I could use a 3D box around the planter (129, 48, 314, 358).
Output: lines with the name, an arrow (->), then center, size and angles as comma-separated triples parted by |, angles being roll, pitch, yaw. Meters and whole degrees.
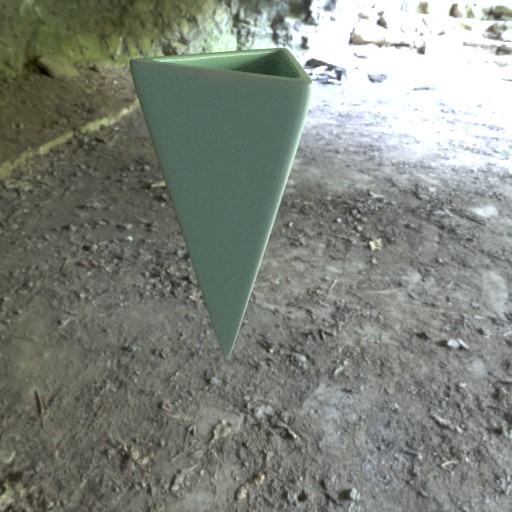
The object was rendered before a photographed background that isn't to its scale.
planter -> 0.000, 0.000, 0.218 | 0.080, 0.178, 0.064 | -21, 36, -32
